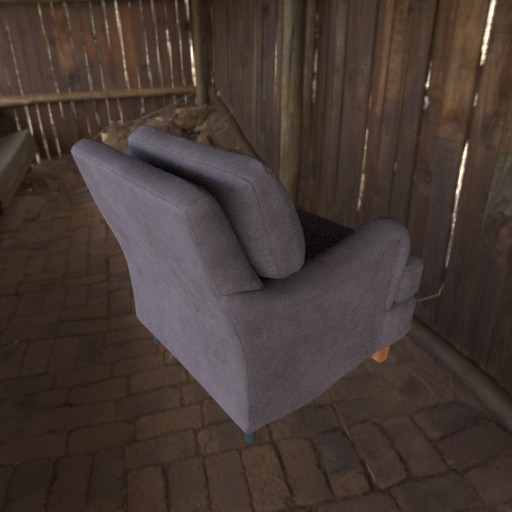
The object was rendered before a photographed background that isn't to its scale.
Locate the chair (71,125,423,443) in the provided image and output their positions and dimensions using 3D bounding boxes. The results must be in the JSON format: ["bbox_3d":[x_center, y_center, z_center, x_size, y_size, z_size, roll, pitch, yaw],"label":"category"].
[{"bbox_3d":[0.000,0.000,1.798,1.070,0.997,0.955,-18,31,-33],"label":"chair"}]
